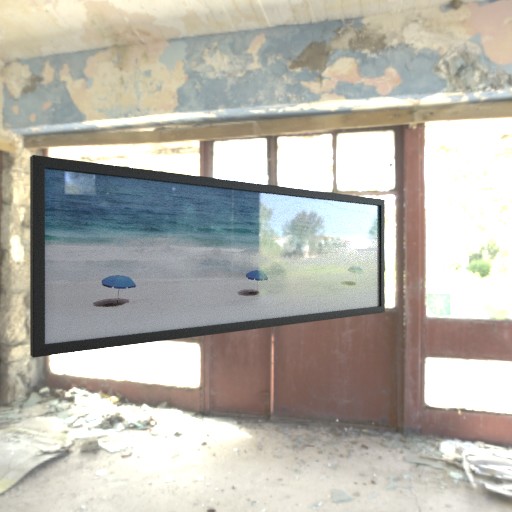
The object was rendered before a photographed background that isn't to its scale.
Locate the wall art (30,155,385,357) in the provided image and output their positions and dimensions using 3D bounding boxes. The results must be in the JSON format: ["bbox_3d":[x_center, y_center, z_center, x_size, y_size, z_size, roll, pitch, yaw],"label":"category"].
[{"bbox_3d":[0.000,0.000,1.709,1.572,0.554,0.041,0,0,-38],"label":"wall art"}]
